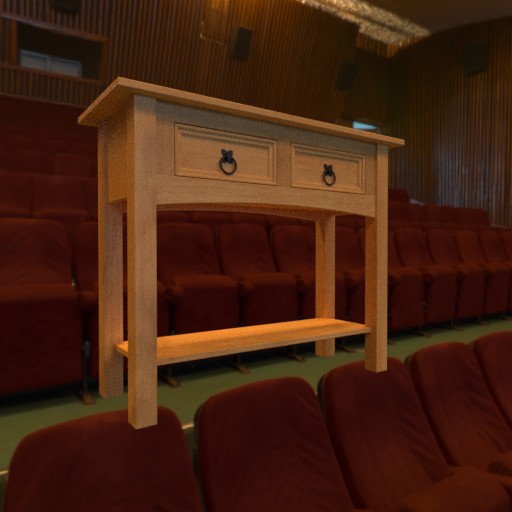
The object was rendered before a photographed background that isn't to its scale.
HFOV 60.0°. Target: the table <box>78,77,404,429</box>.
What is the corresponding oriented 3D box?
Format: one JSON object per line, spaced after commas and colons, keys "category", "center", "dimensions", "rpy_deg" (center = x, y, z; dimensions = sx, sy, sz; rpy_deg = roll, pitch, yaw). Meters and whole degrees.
{"category": "table", "center": [0.000, 0.000, 1.284], "dimensions": [0.900, 0.728, 0.340], "rpy_deg": [-1, 1, -34]}
